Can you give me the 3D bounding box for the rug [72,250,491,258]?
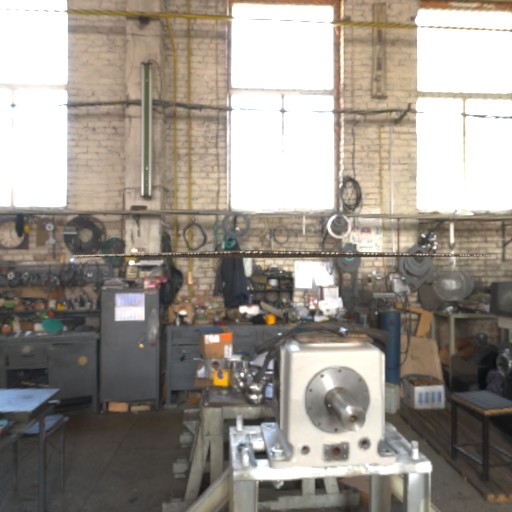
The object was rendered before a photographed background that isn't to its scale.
[{"bbox_3d":[0.000,0.000,3.825,2.306,0.017,2.902,0,-1,-37],"label":"rug"}]
